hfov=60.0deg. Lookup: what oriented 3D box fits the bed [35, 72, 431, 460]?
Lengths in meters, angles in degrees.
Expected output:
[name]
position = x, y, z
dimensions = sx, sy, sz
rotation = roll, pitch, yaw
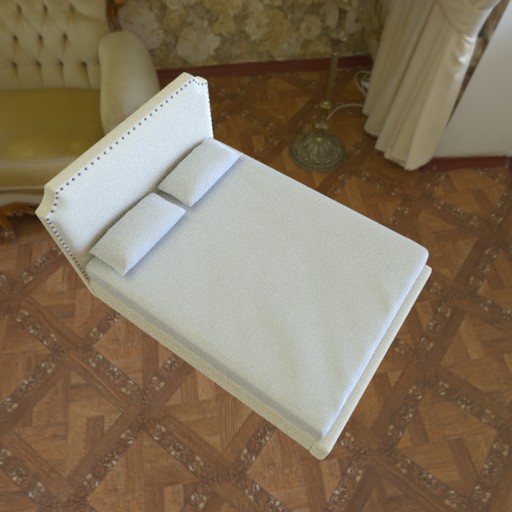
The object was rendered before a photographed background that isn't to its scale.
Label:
[bed]
position = 0.000, 0.000, 3.376
dimensions = 2.329, 1.415, 1.703
rotation = 31, 63, 17
